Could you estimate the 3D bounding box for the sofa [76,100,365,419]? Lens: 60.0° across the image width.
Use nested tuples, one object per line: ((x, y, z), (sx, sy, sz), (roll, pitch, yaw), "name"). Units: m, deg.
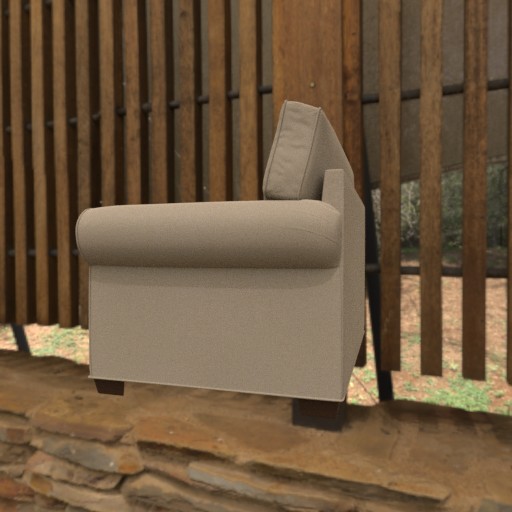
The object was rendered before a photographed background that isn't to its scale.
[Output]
((0.000, 0.000, 2.084), (0.937, 1.006, 1.405), (0, 1, 17), "sofa")
